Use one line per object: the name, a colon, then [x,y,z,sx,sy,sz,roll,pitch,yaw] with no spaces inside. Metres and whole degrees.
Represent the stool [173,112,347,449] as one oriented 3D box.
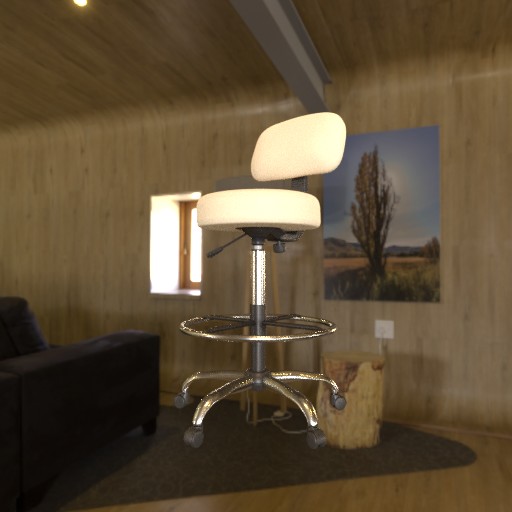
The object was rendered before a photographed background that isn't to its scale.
stool: [0.000,0.000,1.481,0.609,1.080,0.616,0,-1,39]
